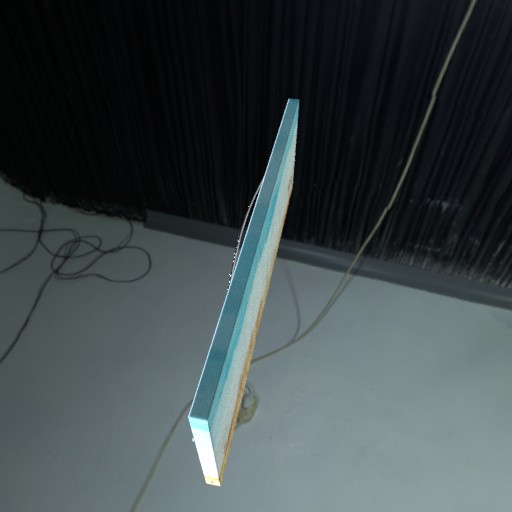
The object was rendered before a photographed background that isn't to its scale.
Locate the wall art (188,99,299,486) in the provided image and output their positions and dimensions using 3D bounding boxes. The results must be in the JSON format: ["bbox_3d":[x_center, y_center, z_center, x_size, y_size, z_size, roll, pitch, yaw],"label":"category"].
[{"bbox_3d":[0.000,0.000,0.852,0.044,0.254,0.759,9,48,8],"label":"wall art"}]
